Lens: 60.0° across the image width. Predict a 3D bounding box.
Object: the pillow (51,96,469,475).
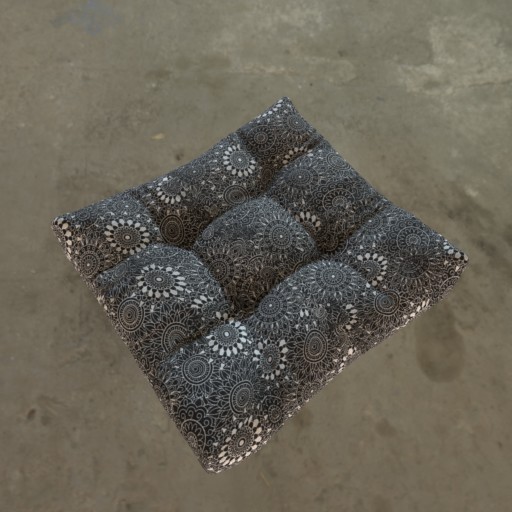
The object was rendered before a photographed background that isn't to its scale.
[{"bbox_3d":[0.000,0.000,0.720,0.490,0.128,0.468,-33,65,-17],"label":"pillow"}]
